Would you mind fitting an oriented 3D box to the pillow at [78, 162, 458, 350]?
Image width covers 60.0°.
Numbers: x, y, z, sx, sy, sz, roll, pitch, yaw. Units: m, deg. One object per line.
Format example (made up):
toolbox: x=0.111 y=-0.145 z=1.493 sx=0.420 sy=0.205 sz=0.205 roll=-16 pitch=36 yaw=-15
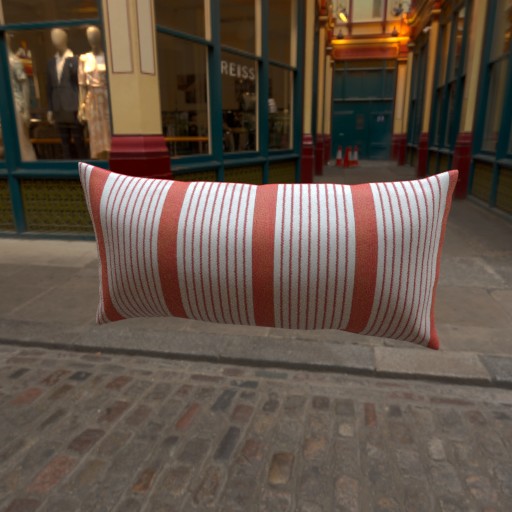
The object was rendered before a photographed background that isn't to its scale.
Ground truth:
pillow: x=0.000 y=0.000 z=0.735 sx=0.608 sy=0.297 sz=0.151 roll=3 pitch=16 yaw=9
